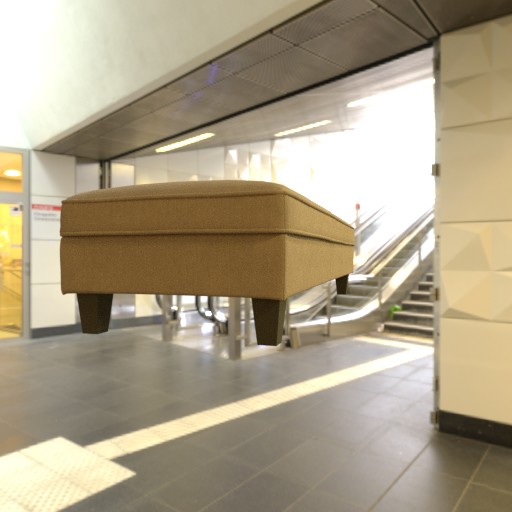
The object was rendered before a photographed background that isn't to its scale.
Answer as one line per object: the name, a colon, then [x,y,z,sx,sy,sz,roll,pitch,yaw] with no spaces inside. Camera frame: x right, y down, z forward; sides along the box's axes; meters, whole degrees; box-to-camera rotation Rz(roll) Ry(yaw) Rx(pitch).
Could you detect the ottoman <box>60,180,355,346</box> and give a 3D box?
ottoman: [0.000,0.000,2.035,0.751,0.470,1.764,0,0,18]
